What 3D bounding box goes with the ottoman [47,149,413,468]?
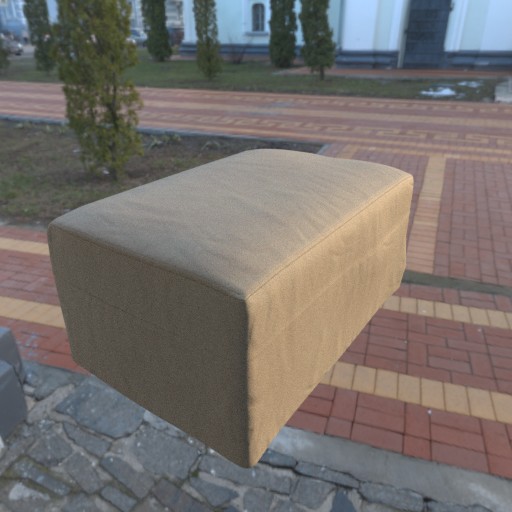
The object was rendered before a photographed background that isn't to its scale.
[{"bbox_3d":[0.000,0.000,1.198,0.590,0.444,0.872,18,32,31],"label":"ottoman"}]
